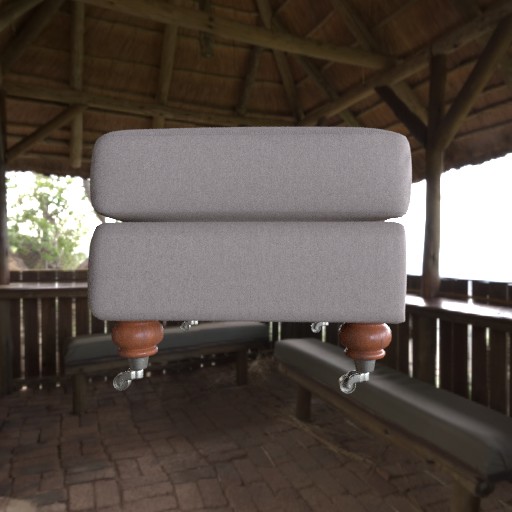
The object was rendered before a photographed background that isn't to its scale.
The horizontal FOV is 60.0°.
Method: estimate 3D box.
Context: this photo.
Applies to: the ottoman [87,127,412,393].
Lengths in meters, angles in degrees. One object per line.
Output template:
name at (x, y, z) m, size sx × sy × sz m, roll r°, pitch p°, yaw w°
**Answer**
ottoman at (0.000, 0.000, 1.121) m, size 0.574 × 0.497 × 0.773 m, roll 0°, pitch 1°, yaw 2°
